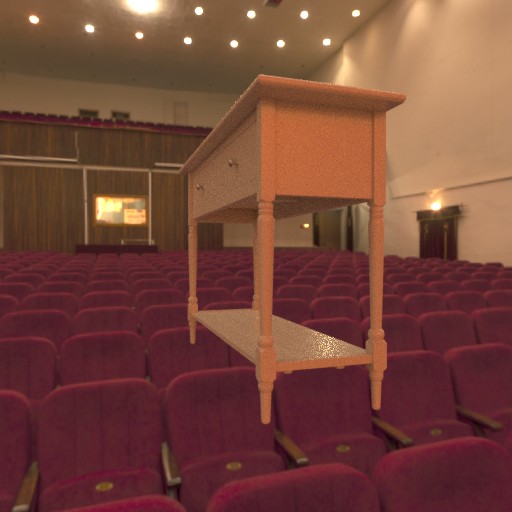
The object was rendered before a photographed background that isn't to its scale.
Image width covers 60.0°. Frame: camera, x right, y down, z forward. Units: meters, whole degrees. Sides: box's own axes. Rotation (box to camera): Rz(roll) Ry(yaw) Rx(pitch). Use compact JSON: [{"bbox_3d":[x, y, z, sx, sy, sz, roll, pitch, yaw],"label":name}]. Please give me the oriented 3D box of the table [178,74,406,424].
[{"bbox_3d":[0.000,0.000,1.597,0.384,0.808,1.197,0,0,-18],"label":"table"}]
